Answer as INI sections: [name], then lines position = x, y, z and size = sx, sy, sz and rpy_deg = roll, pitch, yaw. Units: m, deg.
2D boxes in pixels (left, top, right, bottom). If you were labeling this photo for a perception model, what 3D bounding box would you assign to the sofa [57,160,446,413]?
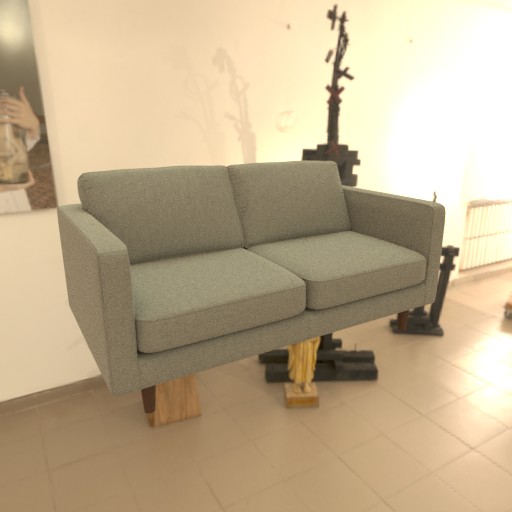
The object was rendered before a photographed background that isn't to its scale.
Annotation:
[sofa]
position = 0.000, 0.000, 2.297
size = 1.731, 0.900, 1.000
rpy_deg = -10, 19, -29
